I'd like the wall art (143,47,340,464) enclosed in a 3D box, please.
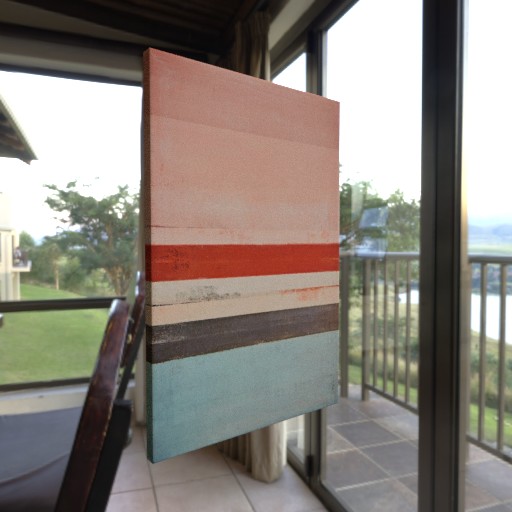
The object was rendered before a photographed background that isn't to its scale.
[{"bbox_3d":[0.000,0.000,1.173,0.610,0.914,0.038,-2,2,-38],"label":"wall art"}]
